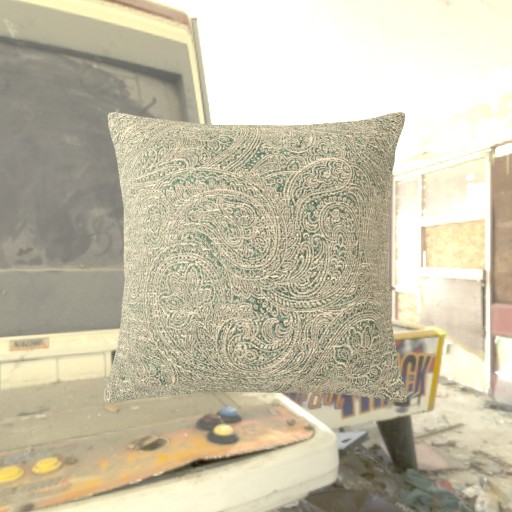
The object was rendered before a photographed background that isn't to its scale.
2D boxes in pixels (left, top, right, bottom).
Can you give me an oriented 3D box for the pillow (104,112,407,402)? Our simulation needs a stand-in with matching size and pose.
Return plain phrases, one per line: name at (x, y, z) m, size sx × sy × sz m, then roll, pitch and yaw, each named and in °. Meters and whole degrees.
pillow at (0.000, 0.000, 0.775) m, size 0.526 × 0.507 × 0.166 m, roll 0°, pitch 0°, yaw 0°
